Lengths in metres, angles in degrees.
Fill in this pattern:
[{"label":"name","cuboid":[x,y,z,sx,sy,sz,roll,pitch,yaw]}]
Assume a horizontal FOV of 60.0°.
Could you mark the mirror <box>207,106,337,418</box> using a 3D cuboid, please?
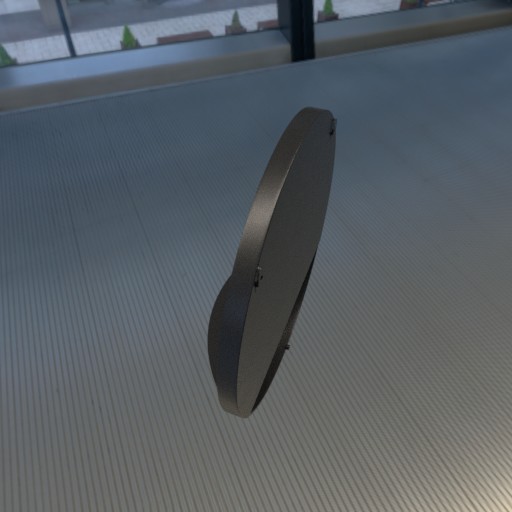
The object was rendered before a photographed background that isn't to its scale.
[{"label":"mirror","cuboid":[0.000,0.000,0.686,0.133,0.457,0.457,15,48,14]}]
